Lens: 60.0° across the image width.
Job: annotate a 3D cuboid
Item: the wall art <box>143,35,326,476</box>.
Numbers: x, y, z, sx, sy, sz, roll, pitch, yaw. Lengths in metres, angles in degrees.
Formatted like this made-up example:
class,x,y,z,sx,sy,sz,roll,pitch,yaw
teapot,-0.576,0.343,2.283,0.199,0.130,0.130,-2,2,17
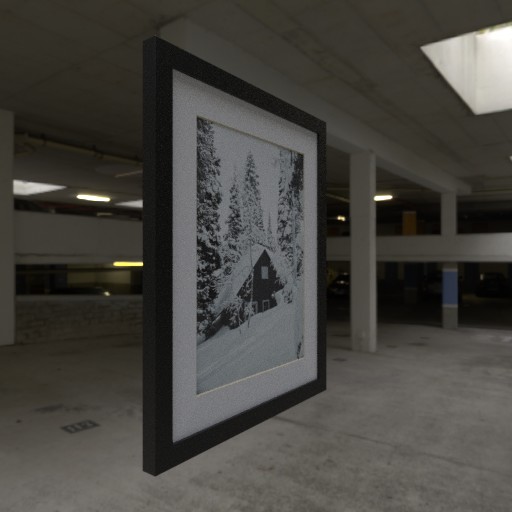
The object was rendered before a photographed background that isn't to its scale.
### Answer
class,x,y,z,sx,sy,sz,roll,pitch,yaw
wall art,0.000,0.000,0.534,0.018,0.397,0.325,0,0,37
